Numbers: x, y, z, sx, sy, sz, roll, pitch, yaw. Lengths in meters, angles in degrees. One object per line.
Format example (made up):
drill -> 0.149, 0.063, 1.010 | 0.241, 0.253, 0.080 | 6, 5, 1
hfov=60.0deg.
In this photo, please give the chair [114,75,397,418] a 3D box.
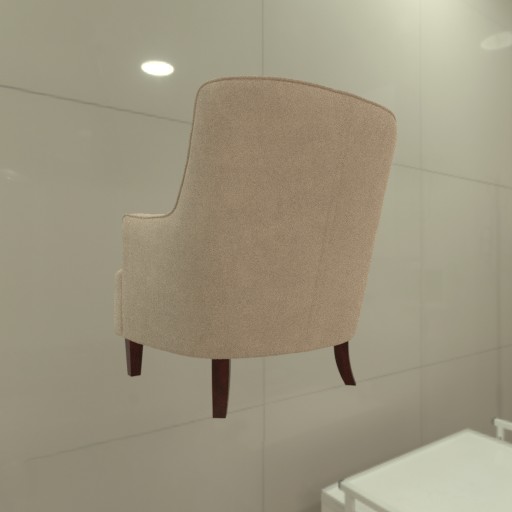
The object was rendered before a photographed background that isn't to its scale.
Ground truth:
chair -> 0.000, 0.000, 1.594 | 0.781, 0.920, 0.910 | 0, 0, -36
